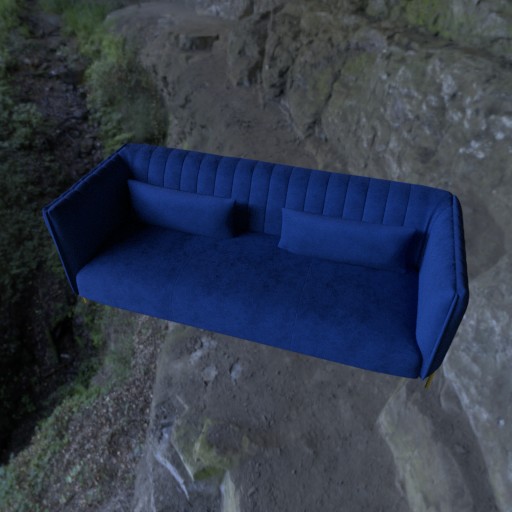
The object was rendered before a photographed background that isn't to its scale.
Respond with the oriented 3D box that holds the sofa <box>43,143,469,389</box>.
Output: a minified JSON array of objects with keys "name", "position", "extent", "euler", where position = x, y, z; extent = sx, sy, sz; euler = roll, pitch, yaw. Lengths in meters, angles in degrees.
[{"name":"sofa","position":[0.000,0.000,2.566],"extent":[2.136,0.793,0.896],"euler":[11,41,13]}]
